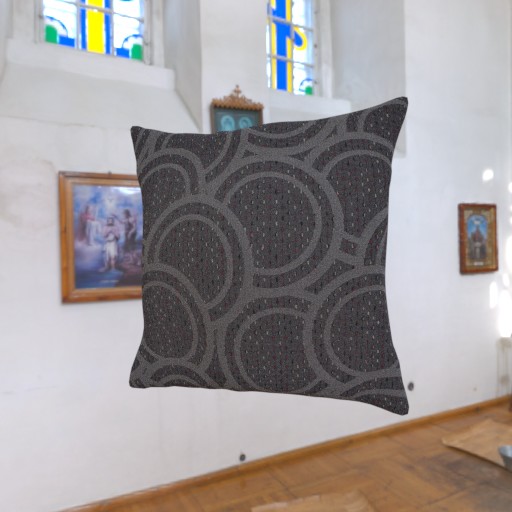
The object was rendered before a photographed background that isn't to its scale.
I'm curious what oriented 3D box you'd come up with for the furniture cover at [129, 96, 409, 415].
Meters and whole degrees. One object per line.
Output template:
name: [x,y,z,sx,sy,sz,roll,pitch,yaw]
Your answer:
furniture cover: [0.000,0.000,0.789,0.514,0.513,0.163,0,0,17]
